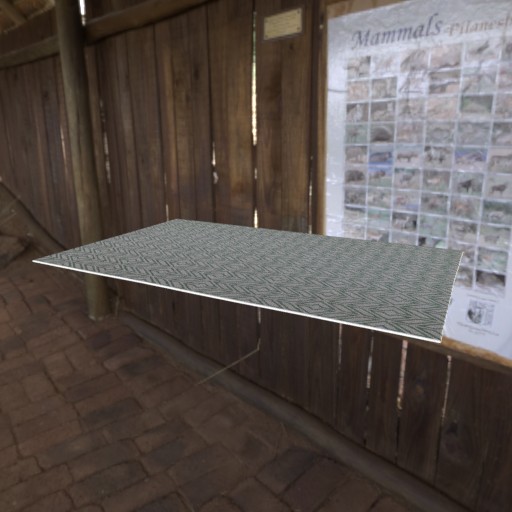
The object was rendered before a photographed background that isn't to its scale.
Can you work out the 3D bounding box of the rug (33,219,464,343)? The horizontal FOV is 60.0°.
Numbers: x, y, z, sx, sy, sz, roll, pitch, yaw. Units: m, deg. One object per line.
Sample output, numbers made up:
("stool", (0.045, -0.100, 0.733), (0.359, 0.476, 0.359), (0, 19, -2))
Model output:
("rug", (0.000, 0.000, 2.942), (2.435, 0.011, 1.517), (8, 18, 26))
